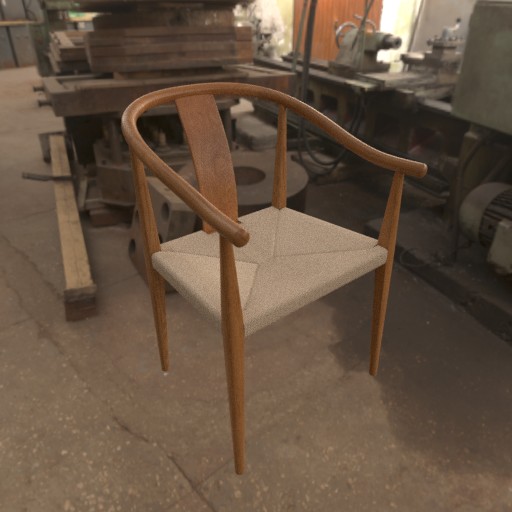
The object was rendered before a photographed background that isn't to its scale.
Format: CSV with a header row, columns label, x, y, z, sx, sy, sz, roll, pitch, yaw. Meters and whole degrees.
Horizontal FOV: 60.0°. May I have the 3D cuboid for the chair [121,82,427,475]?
label,x,y,z,sx,sy,sz,roll,pitch,yaw
chair,0.000,0.000,1.188,0.556,0.800,0.579,-22,37,-33
